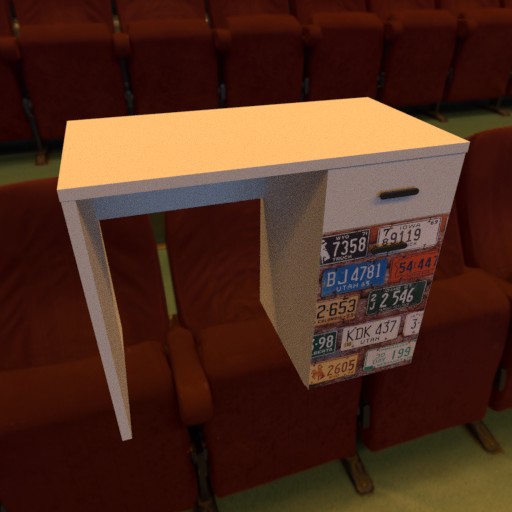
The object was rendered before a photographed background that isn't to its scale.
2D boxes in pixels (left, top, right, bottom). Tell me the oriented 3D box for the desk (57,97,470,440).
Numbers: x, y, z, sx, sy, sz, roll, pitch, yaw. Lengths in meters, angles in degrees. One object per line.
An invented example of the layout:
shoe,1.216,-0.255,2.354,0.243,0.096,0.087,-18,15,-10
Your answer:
desk,0.000,0.000,1.292,0.898,0.730,0.482,-10,34,-15
